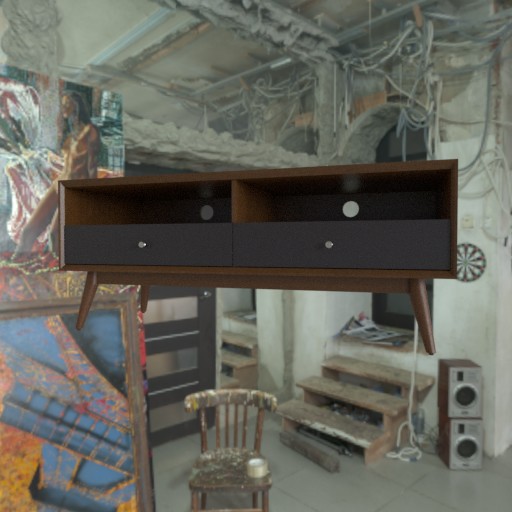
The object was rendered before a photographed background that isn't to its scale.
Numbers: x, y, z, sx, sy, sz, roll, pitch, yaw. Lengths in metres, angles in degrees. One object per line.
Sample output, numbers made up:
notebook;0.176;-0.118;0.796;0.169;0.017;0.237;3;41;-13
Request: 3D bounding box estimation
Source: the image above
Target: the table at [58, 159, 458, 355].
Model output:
table;0.000;0.000;1.412;1.119;0.464;0.490;0;1;18
